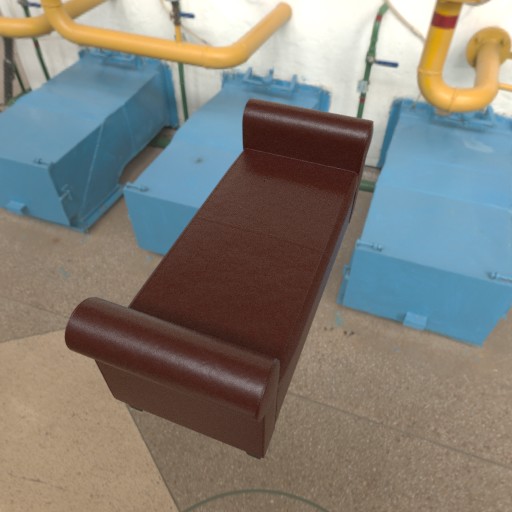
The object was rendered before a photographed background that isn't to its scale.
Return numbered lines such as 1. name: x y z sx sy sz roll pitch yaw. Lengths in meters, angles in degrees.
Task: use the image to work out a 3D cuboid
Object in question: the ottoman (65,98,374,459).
1. ottoman: 0.000 0.000 1.564 0.521 0.547 1.256 16 48 14
